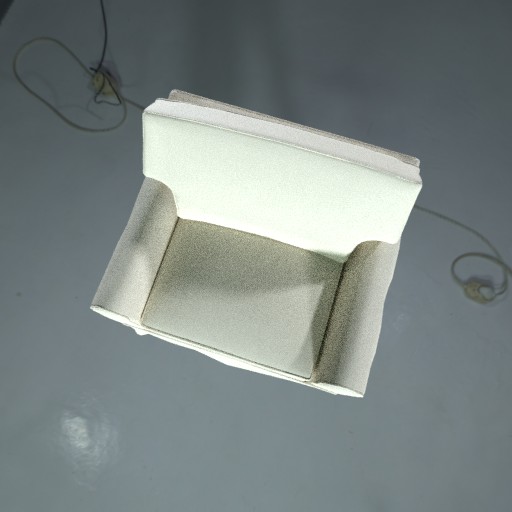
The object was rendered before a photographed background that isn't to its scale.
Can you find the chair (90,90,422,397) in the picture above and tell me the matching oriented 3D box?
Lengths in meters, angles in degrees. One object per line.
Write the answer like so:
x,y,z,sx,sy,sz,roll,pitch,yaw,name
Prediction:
0.000,0.000,1.837,1.099,0.958,0.904,17,76,4,chair
